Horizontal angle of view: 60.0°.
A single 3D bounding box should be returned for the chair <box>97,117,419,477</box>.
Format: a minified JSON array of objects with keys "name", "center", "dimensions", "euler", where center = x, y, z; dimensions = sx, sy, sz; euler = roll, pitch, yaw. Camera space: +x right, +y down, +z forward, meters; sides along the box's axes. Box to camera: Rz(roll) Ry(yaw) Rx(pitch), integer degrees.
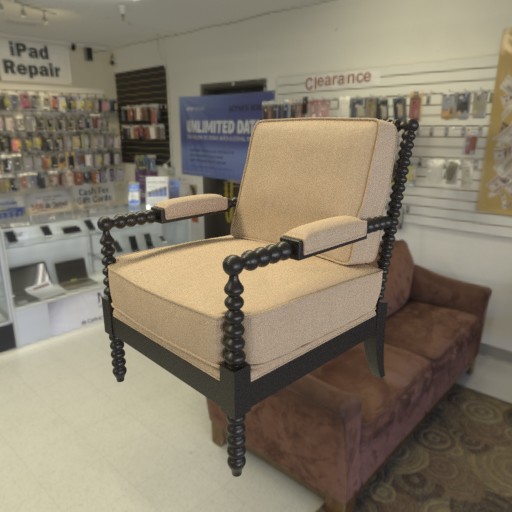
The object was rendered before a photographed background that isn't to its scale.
[{"name":"chair","center":[0.000,0.000,1.168],"dimensions":[0.657,0.703,0.555],"euler":[-15,22,-42]}]
